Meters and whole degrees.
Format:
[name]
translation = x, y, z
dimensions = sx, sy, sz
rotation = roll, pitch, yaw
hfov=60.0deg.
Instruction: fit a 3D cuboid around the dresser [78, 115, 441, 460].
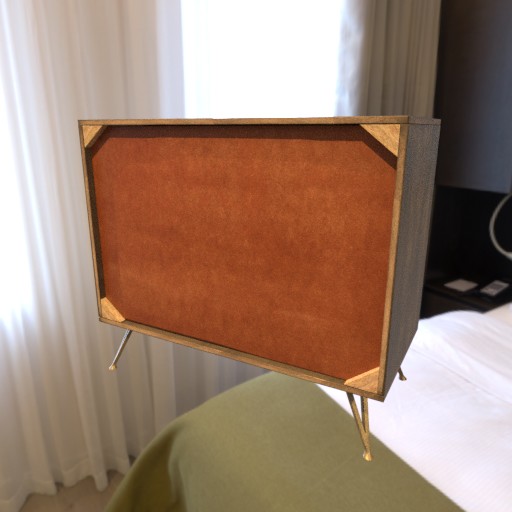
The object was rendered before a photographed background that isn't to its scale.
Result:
[dresser]
translation = 0.000, 0.000, 1.362
dimensions = 0.923, 0.801, 0.453
rotation = 9, 18, 28
